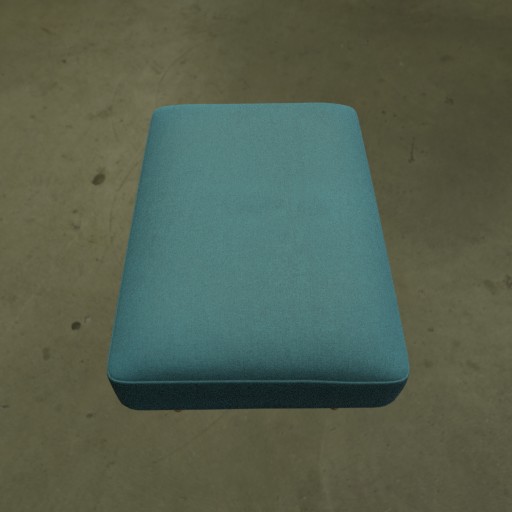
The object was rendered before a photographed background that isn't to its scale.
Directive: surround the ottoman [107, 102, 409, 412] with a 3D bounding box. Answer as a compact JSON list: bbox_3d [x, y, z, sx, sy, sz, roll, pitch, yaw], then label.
[{"bbox_3d":[0.000,0.000,1.087,0.549,0.428,0.749,-1,56,0],"label":"ottoman"}]
